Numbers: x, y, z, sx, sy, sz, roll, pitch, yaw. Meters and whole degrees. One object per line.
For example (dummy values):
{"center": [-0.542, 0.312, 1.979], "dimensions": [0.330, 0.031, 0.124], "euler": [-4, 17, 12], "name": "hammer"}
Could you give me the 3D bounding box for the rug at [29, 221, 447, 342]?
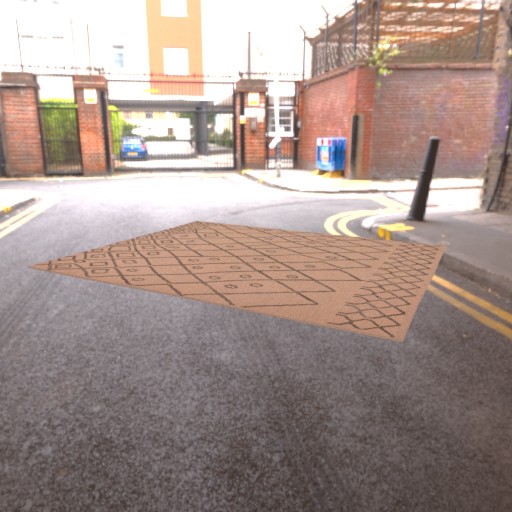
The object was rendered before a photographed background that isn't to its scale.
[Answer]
{"center": [0.000, 0.000, 4.085], "dimensions": [3.046, 0.015, 2.446], "euler": [8, 17, 27], "name": "rug"}
